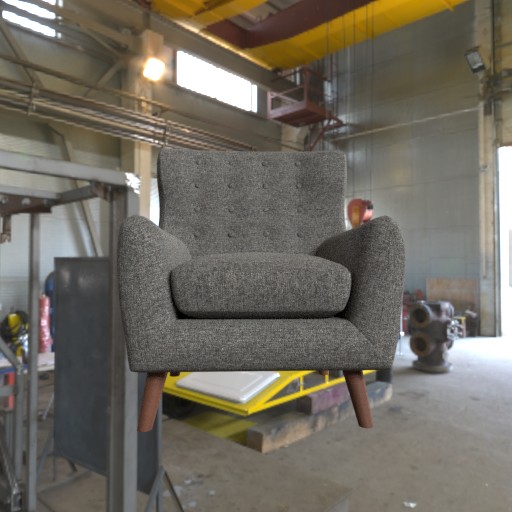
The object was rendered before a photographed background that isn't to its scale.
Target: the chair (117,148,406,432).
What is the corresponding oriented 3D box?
[{"bbox_3d":[0.000,0.000,1.722,0.889,1.039,0.940,0,-1,-3],"label":"chair"}]
